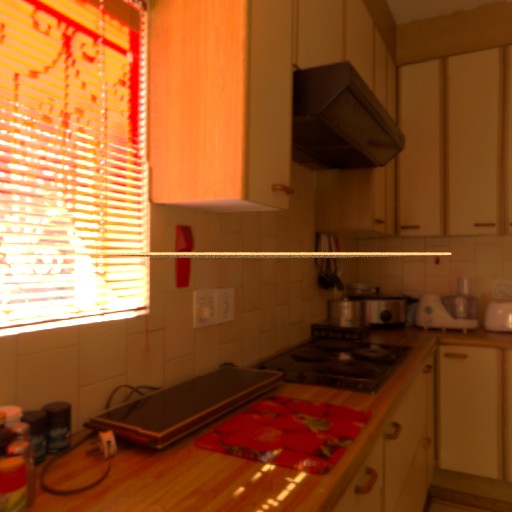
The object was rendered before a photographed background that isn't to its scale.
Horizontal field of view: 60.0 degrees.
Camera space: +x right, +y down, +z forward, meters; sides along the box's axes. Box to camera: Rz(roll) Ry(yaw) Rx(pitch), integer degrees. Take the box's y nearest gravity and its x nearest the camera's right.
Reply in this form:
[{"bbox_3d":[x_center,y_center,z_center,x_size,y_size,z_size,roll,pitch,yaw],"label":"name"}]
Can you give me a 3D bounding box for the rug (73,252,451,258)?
[{"bbox_3d":[0.000,0.000,2.337,1.220,0.007,1.828,0,-1,-2],"label":"rug"}]
